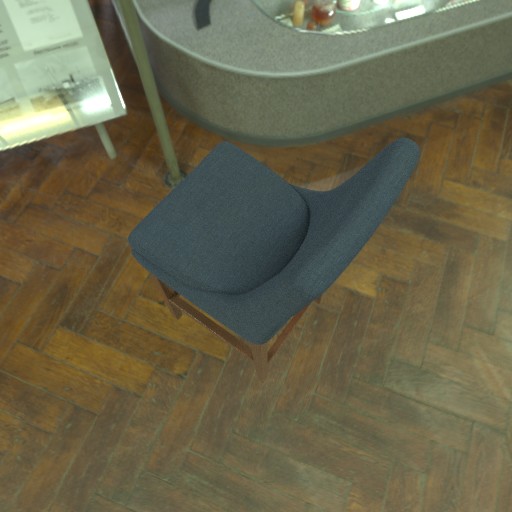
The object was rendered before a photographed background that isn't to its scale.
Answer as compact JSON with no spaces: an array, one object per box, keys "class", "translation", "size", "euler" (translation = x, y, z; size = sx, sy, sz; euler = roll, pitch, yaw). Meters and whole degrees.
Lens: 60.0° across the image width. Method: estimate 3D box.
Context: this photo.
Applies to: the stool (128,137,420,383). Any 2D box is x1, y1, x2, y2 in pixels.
[{"class":"stool","translation":[0.000,0.000,1.323],"size":[0.577,0.981,0.470],"euler":[33,68,16]}]
